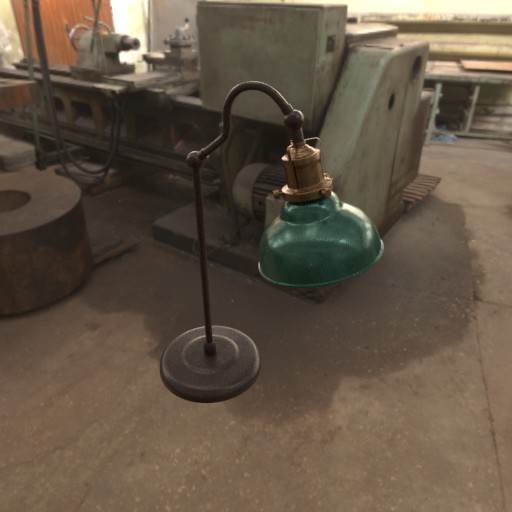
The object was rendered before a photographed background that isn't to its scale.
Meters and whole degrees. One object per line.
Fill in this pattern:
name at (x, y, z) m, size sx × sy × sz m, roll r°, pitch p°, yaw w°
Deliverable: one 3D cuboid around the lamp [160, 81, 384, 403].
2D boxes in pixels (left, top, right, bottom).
lamp at (0.000, 0.000, 0.686) m, size 0.374 × 0.508 × 0.192 m, roll 11°, pitch 32°, yaw 18°
